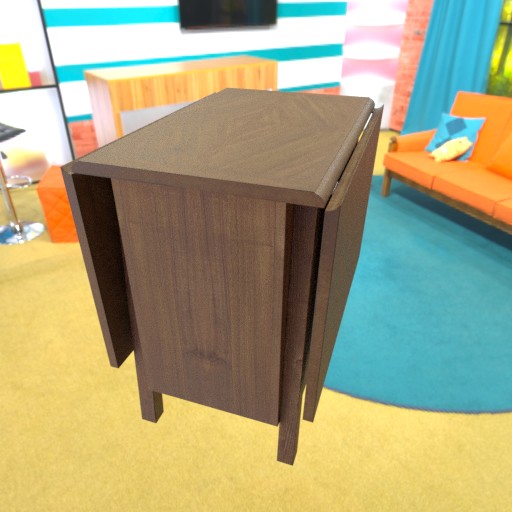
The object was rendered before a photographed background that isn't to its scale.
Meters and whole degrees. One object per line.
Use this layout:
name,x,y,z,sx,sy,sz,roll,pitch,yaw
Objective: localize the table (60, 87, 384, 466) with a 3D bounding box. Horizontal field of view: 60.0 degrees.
table,0.000,0.000,1.641,0.701,0.981,0.967,10,33,16
